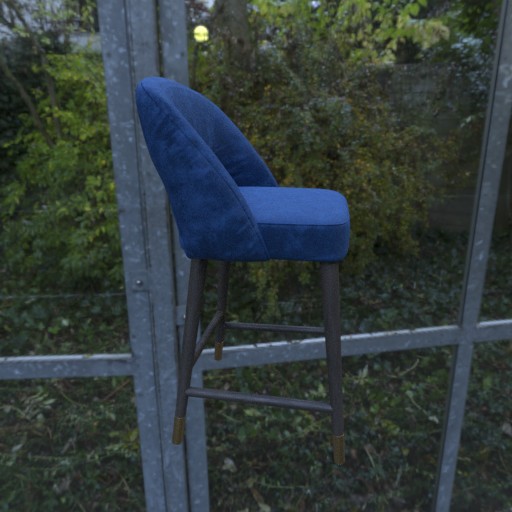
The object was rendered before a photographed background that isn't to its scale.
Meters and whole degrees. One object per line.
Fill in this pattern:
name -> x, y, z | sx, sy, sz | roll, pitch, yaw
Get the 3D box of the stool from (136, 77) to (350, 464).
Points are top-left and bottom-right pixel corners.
stool -> 0.000, 0.000, 1.227 | 0.524, 0.925, 0.536 | 3, 17, 9
